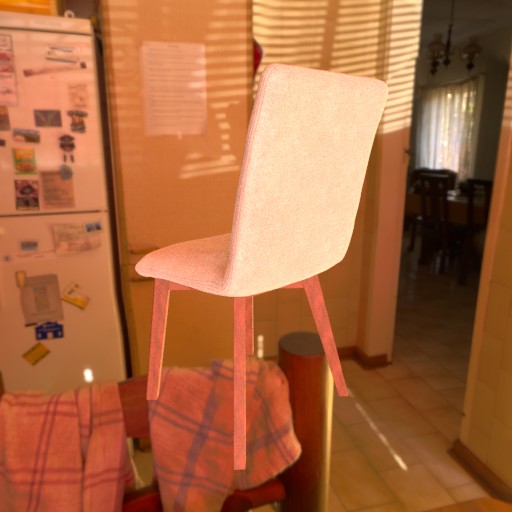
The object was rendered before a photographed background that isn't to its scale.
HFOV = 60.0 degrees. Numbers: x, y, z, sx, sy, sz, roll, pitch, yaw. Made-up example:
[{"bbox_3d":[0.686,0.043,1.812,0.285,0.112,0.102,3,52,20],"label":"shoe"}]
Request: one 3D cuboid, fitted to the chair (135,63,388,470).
[{"bbox_3d":[0.000,0.000,1.313,0.563,0.974,0.522,14,20,43],"label":"chair"}]
